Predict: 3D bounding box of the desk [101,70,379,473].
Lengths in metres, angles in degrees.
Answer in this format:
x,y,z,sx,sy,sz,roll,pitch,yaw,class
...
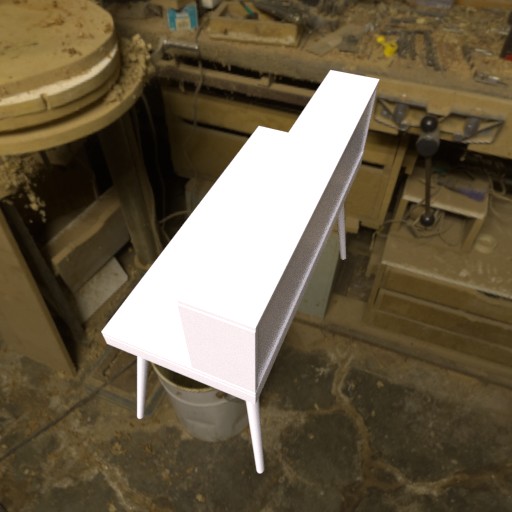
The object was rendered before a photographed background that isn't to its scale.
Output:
x,y,z,sx,sy,sz,roll,pitch,yaw,class
0.000,0.000,1.740,0.559,0.990,1.199,18,50,15,desk
